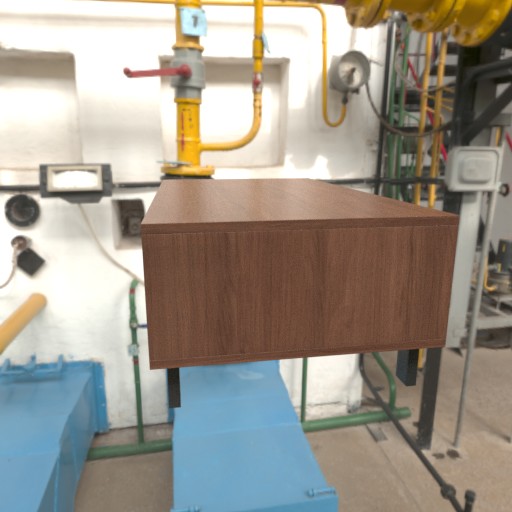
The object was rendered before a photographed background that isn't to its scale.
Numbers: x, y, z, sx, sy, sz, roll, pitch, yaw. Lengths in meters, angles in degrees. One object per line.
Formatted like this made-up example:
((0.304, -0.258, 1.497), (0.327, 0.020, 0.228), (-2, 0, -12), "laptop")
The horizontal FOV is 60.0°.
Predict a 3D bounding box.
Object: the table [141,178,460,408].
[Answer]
((0.000, 0.000, 1.311), (0.600, 0.380, 1.020), (-2, 14, -9), "table")
